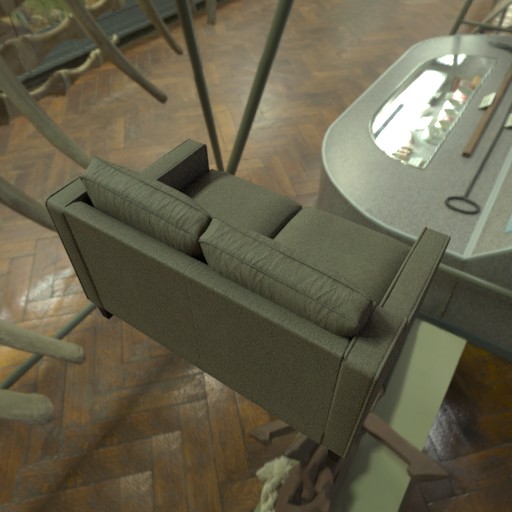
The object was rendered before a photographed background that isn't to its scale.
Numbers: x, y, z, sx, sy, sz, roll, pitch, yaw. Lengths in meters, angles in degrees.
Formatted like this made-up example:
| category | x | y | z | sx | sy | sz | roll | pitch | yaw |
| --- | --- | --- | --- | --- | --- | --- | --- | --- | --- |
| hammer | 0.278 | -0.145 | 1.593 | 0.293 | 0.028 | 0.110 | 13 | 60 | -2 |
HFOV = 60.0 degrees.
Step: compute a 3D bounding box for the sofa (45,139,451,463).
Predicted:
| category | x | y | z | sx | sy | sz | roll | pitch | yaw |
| --- | --- | --- | --- | --- | --- | --- | --- | --- | --- |
| sofa | 0.000 | 0.000 | 2.104 | 1.503 | 0.981 | 0.985 | 25 | 51 | 22 |
